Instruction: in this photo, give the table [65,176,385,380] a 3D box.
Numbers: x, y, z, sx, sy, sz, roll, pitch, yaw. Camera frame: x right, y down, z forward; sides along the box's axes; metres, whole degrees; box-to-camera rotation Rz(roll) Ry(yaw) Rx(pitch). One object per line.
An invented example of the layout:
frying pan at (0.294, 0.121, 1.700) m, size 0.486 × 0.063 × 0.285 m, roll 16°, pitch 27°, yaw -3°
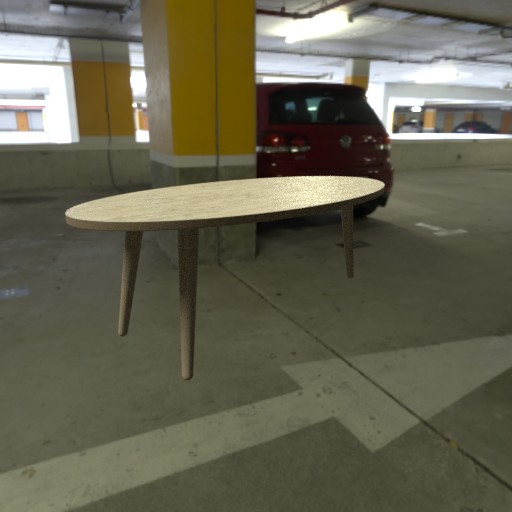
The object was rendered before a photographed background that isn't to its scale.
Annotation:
table at (0.000, 0.000, 1.347) m, size 1.083 × 0.390 × 0.542 m, roll -15°, pitch 22°, yaw -42°
